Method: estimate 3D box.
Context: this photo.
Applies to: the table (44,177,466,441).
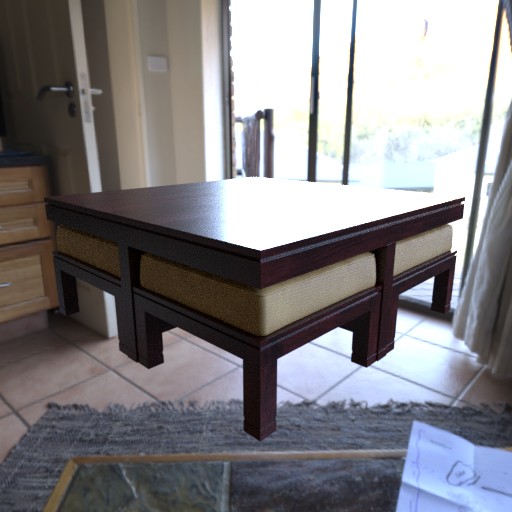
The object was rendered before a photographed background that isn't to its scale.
[{"bbox_3d":[0.000,0.000,1.332,0.865,0.356,0.865,15,21,42],"label":"table"}]
